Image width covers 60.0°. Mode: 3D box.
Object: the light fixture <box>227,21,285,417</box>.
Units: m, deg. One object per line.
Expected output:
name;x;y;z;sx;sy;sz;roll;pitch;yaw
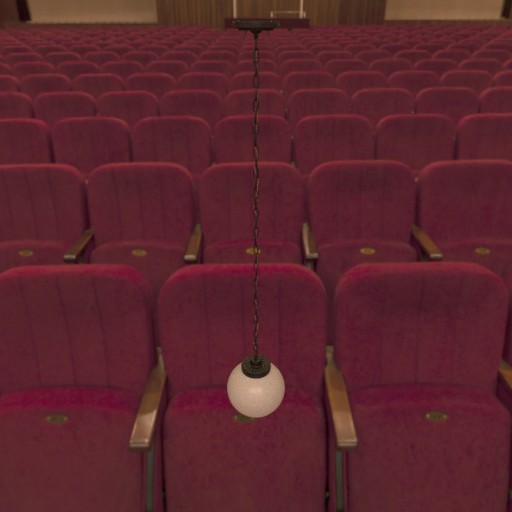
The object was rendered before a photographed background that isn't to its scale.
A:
light fixture;0.000;0.000;1.996;0.304;1.867;0.305;0;27;0
